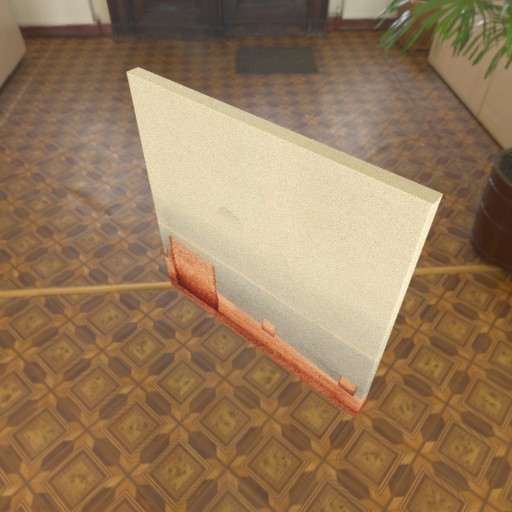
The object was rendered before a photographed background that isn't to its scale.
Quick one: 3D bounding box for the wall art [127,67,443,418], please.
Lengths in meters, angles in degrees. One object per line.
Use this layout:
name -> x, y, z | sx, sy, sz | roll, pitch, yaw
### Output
wall art -> 0.000, 0.000, 0.610 | 0.405, 0.405, 0.023 | 31, 53, 27
